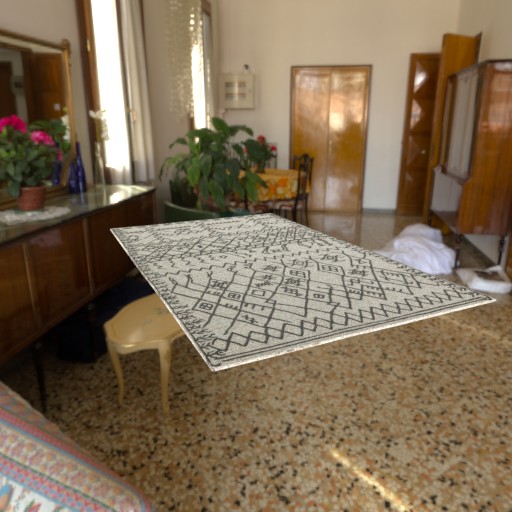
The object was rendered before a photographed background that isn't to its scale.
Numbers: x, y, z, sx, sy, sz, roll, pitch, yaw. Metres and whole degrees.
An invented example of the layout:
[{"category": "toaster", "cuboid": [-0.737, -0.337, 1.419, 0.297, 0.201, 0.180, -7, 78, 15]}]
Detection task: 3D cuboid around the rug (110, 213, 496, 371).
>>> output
[{"category": "rug", "cuboid": [0.000, 0.000, 4.656, 2.393, 0.019, 3.824, -8, 19, -25]}]
